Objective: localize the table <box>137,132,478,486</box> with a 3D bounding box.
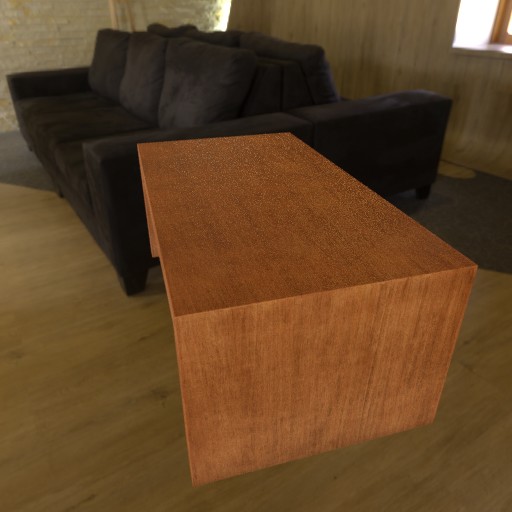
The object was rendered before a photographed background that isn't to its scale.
[{"bbox_3d":[0.000,0.000,1.256,0.549,0.419,1.000,-8,31,-14],"label":"table"}]
